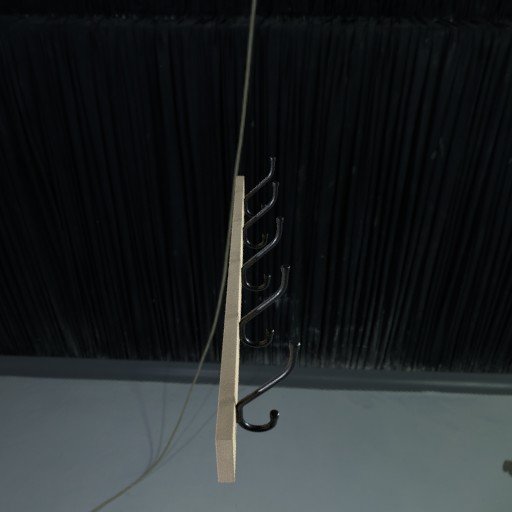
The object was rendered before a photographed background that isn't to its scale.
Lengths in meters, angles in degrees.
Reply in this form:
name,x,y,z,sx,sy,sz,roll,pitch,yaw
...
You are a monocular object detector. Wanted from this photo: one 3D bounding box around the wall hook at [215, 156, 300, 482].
name,x,y,z,sx,sy,sz,roll,pitch,yaw
wall hook,0.000,0.000,0.603,0.071,0.117,0.571,0,32,0
